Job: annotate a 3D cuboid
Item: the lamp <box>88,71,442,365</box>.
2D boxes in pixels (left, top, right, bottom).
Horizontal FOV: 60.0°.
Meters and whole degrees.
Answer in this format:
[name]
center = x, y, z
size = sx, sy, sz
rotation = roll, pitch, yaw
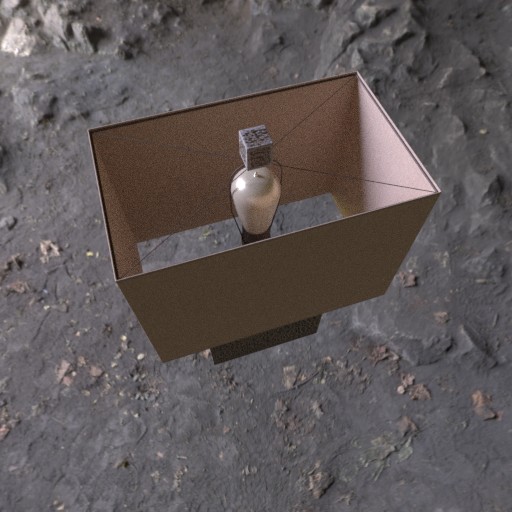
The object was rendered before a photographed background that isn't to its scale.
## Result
[lamp]
center = 0.000, 0.000, 0.571
size = 0.294, 0.411, 0.180
rotation = -16, 60, -9
